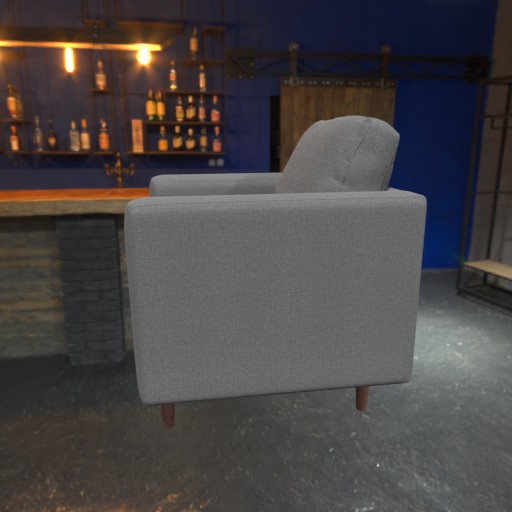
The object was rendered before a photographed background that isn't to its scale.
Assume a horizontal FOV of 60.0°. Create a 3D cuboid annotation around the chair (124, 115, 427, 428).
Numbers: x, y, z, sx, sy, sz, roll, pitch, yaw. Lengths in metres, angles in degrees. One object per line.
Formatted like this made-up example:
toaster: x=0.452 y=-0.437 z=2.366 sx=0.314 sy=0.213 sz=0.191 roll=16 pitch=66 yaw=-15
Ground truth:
chair: x=0.000 y=0.000 z=1.547 sx=0.800 sy=0.927 sz=0.854 roll=-2 pitch=15 yaw=-8
